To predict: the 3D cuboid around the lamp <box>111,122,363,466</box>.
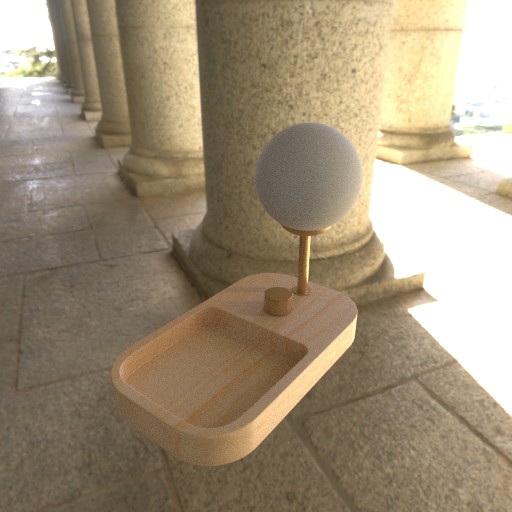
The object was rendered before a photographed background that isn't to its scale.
[{"bbox_3d":[0.000,0.000,0.477,0.173,0.253,0.331,18,31,33],"label":"lamp"}]
